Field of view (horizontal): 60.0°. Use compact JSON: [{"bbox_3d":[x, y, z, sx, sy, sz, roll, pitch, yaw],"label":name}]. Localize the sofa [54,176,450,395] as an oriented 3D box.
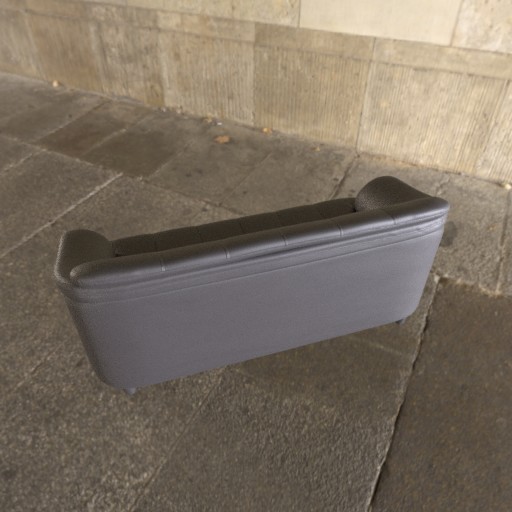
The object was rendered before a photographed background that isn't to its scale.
[{"bbox_3d":[0.000,0.000,2.257,1.829,0.811,0.800,-12,42,-13],"label":"sofa"}]
